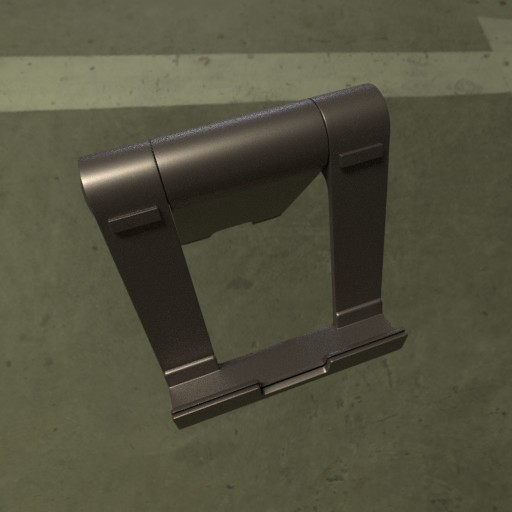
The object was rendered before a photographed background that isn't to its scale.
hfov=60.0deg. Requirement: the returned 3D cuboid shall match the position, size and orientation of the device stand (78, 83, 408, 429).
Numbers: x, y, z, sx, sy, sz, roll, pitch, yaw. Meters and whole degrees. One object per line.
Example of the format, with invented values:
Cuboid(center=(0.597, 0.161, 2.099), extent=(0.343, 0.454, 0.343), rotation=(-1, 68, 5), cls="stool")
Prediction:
Cuboid(center=(0.000, 0.000, 0.149), extent=(0.088, 0.084, 0.079), rotation=(-17, 63, -9), cls="device stand")
